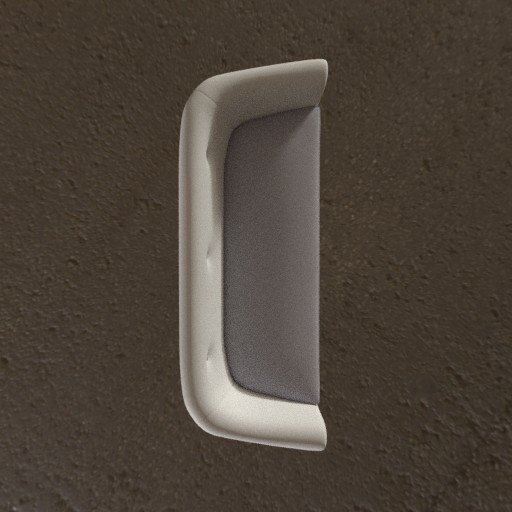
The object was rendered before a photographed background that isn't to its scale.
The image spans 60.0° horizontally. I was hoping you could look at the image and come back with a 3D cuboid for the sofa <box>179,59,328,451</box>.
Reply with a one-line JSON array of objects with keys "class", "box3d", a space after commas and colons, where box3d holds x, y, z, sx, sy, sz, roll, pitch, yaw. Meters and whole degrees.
[{"class": "sofa", "box3d": [0.000, 0.000, 2.642, 0.827, 0.795, 2.160, 0, 91, 0]}]
